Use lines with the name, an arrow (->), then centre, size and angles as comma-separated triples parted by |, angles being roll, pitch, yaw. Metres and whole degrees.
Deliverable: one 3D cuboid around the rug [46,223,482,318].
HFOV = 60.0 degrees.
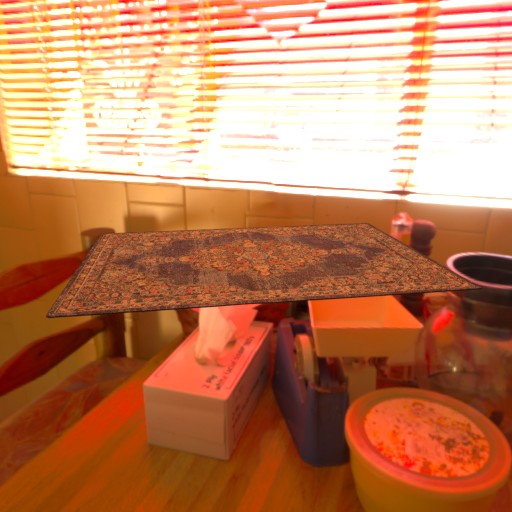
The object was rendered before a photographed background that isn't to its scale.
rug -> 0.000, 0.000, 3.875 | 2.940, 0.011, 2.053 | -3, 18, -9
